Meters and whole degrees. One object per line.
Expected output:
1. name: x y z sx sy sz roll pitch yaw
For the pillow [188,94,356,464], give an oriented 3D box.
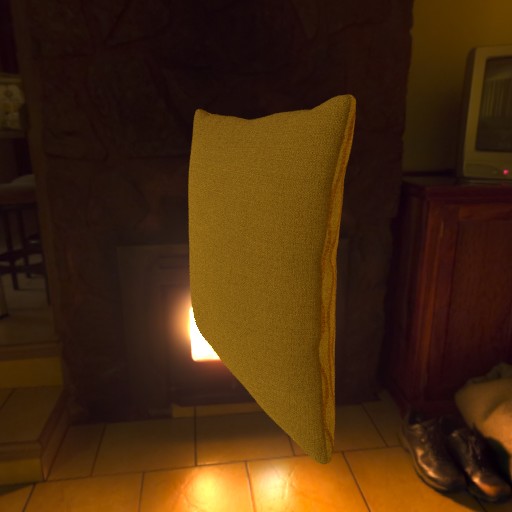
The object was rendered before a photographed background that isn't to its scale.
1. pillow: 0.000 0.000 0.667 0.159 0.436 0.429 -8 18 -27
